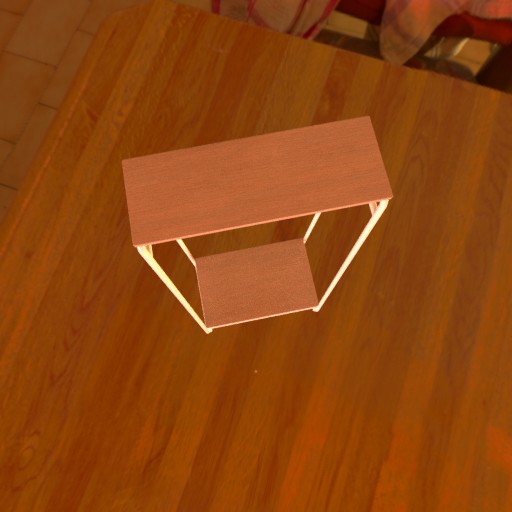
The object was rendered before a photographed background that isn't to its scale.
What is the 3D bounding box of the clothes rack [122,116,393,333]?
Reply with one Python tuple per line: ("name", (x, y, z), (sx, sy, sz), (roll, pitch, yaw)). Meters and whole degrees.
("clothes rack", (0.000, 0.000, 1.824), (0.640, 1.512, 0.400), (-11, 76, -3))
